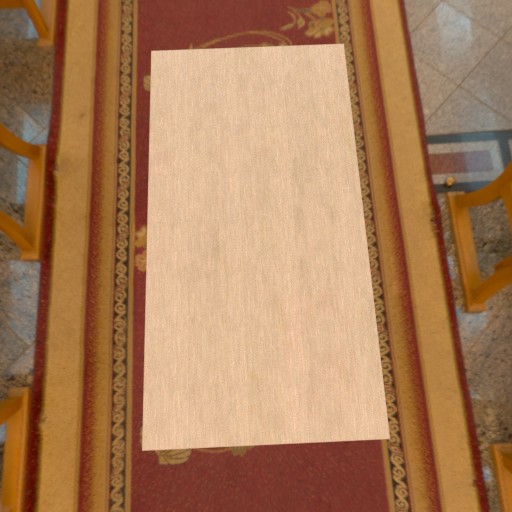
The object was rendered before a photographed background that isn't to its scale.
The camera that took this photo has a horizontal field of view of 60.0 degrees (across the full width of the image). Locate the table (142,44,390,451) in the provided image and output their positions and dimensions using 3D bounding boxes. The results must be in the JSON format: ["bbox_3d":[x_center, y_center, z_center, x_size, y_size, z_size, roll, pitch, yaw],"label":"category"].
[{"bbox_3d":[0.000,0.000,1.910,0.729,0.874,1.397,-2,74,-1],"label":"table"}]
